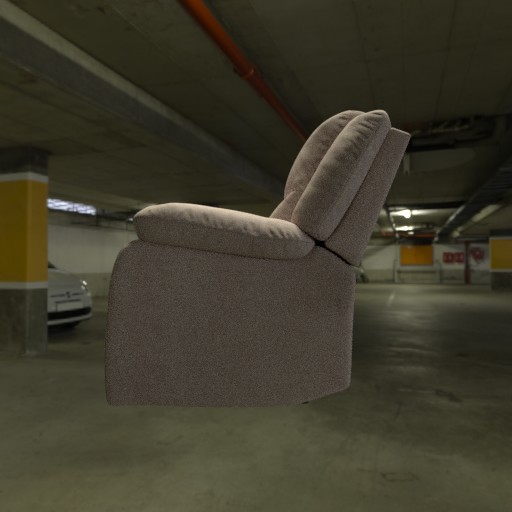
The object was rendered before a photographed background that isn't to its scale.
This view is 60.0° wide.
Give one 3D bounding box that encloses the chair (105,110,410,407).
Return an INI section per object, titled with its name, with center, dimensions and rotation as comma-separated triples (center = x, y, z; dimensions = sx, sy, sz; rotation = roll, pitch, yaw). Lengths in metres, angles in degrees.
[chair]
center = 0.000, 0.000, 1.718
dimensions = 0.944, 1.008, 0.899
rotation = 0, -1, 1
